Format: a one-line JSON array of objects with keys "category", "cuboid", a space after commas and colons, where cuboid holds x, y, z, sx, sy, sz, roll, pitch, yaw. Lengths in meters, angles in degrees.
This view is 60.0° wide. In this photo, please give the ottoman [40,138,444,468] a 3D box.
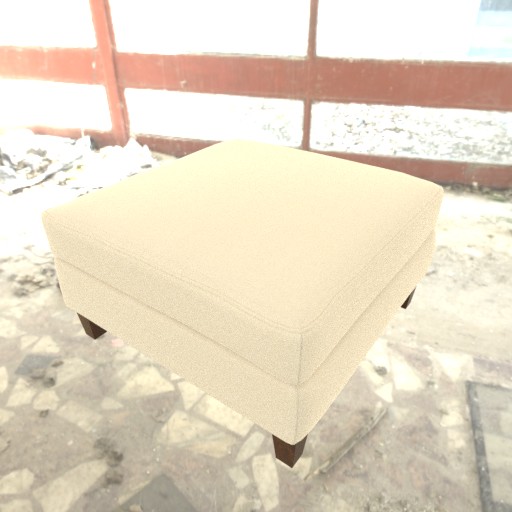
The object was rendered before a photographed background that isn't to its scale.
[{"category": "ottoman", "cuboid": [0.000, 0.000, 1.331, 0.838, 0.479, 0.838, 21, 37, 30]}]
